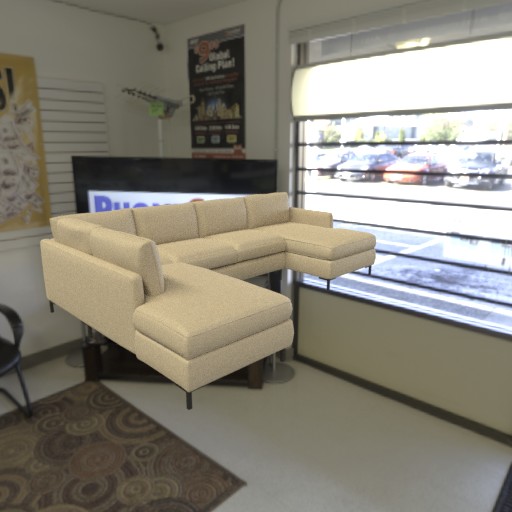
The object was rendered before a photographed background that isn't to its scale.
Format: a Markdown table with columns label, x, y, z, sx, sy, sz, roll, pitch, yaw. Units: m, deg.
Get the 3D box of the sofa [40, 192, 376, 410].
| label | x | y | z | sx | sy | sz | roll | pitch | yaw |
| --- | --- | --- | --- | --- | --- | --- | --- | --- | --- |
| sofa | 0.000 | 0.000 | 3.593 | 2.737 | 0.756 | 1.879 | -13 | 19 | -43 |
